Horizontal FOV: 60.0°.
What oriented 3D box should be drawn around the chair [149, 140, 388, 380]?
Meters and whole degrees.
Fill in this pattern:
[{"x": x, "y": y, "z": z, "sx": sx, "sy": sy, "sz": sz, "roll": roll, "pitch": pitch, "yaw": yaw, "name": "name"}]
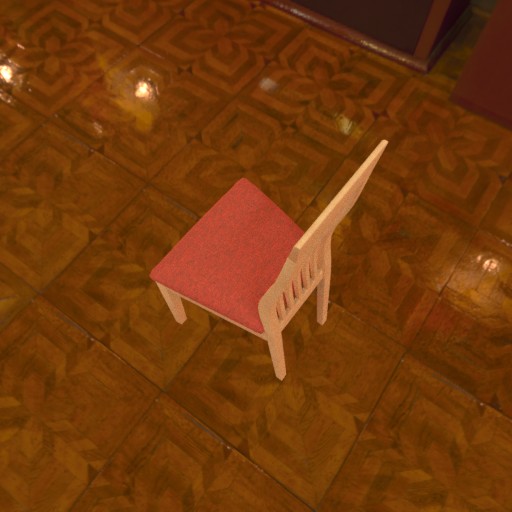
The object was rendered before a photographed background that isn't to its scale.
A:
[{"x": 0.000, "y": 0.000, "z": 1.299, "sx": 0.474, "sy": 1.027, "sz": 0.460, "roll": 35, "pitch": 69, "yaw": 16, "name": "chair"}]
